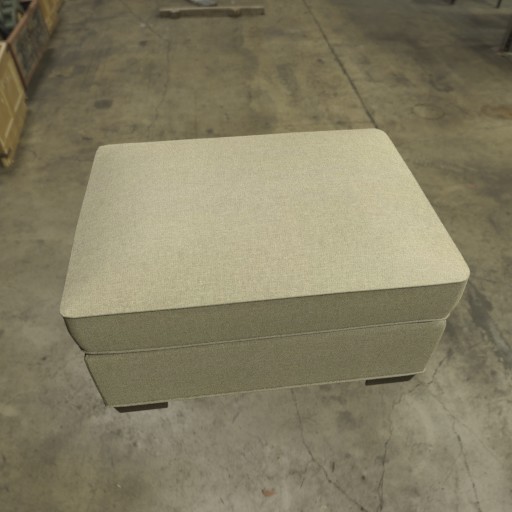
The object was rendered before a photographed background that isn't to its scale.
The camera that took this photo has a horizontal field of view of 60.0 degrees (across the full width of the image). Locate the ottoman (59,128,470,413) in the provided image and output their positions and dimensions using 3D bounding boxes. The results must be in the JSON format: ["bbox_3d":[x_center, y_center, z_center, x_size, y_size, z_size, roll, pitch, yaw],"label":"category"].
[{"bbox_3d":[0.000,0.000,1.221,0.843,0.504,0.619,-5,46,-5],"label":"ottoman"}]
